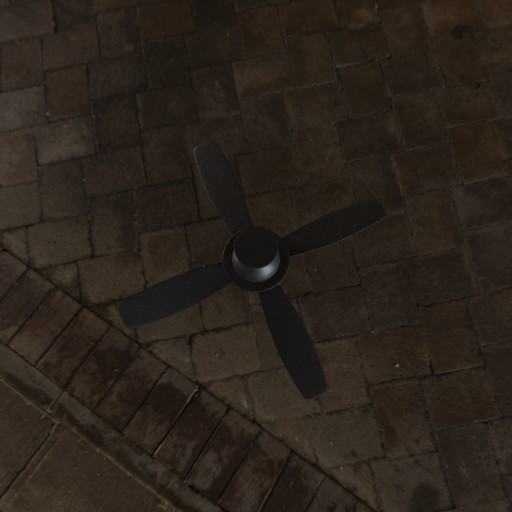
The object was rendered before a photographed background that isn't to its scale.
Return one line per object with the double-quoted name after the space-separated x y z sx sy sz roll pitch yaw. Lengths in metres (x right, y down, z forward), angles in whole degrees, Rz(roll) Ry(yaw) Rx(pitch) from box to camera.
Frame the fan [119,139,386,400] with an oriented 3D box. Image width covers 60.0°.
0.000 0.000 2.545 1.694 0.382 1.694 -23 77 -6 "fan"
